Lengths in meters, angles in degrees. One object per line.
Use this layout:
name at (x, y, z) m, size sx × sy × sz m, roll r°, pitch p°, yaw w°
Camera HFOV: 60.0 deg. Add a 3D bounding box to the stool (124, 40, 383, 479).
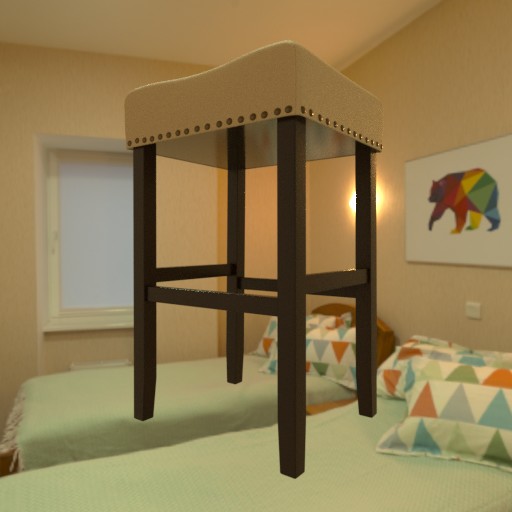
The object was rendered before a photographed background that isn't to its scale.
stool at (0.000, 0.000, 1.043) m, size 0.471 × 0.762 × 0.401 m, roll 1°, pitch 2°, yaw 37°
